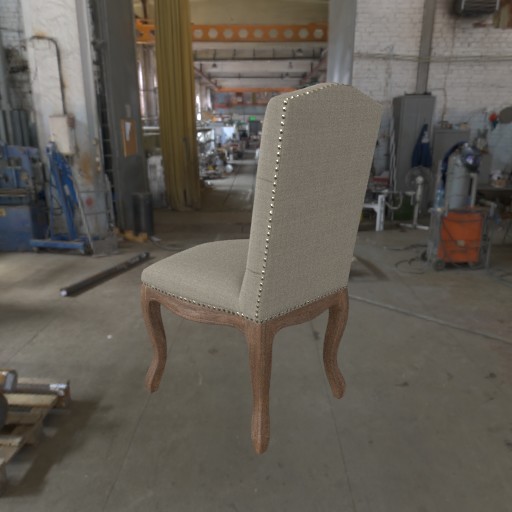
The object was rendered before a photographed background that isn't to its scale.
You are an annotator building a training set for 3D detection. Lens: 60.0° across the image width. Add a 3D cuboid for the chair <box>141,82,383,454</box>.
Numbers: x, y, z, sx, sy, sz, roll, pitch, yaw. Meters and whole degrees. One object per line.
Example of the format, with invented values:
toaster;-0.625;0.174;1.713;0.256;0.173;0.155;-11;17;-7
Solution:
chair;0.000;0.000;1.678;0.637;1.191;0.731;-15;22;-42
